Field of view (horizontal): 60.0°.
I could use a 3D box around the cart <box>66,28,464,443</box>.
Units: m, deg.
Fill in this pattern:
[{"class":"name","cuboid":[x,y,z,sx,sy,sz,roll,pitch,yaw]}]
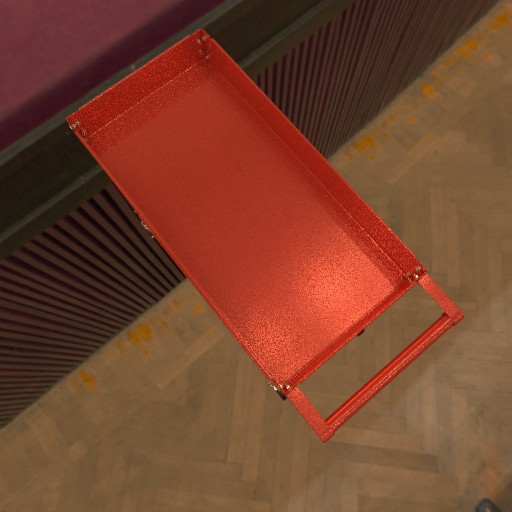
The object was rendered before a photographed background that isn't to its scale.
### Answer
[{"class":"cart","cuboid":[0.000,0.000,1.167,0.366,0.719,0.779,-38,79,-9]}]
